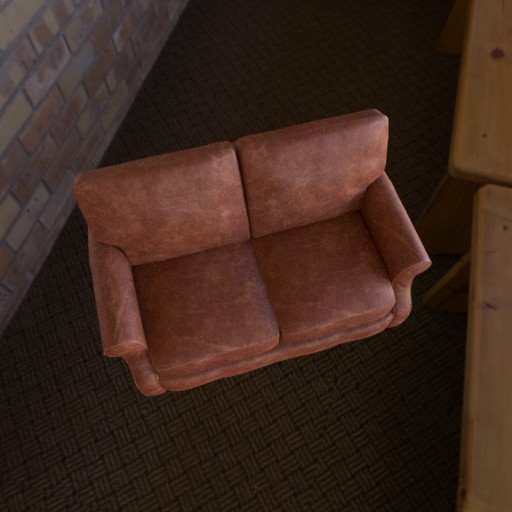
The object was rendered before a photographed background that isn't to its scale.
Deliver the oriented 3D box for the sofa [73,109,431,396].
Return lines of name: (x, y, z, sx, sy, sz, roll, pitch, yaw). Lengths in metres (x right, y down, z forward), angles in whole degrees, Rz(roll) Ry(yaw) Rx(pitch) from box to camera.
sofa: (0.000, 0.000, 2.300, 1.616, 0.967, 0.990, -14, 63, -7)
